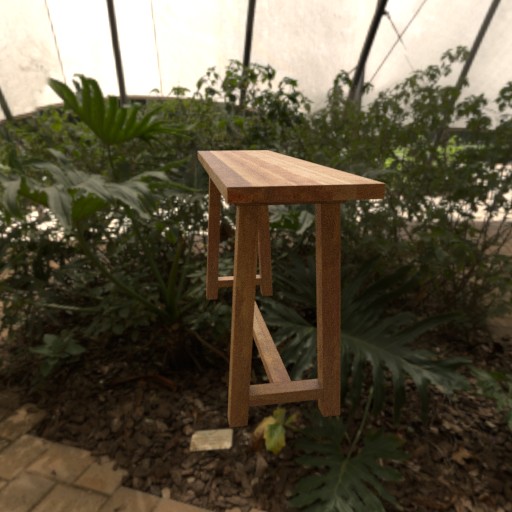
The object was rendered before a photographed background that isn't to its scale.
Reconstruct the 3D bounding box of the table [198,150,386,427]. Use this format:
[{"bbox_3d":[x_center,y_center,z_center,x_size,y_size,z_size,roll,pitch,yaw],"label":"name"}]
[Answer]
[{"bbox_3d":[0.000,0.000,1.928,0.405,0.810,1.524,-3,17,-9],"label":"table"}]
